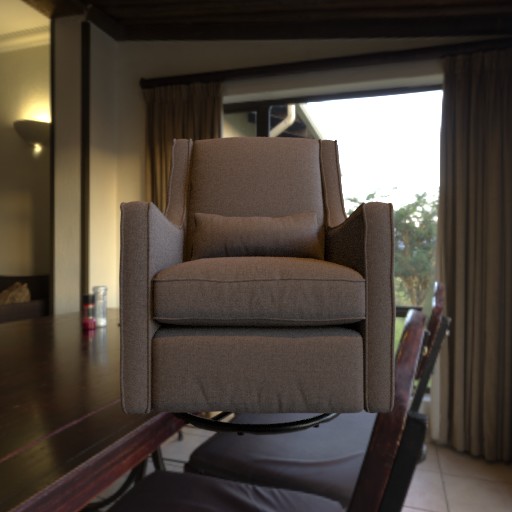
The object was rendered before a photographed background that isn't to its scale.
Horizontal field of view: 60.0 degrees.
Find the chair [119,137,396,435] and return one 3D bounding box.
[{"bbox_3d":[0.000,0.000,1.565,0.732,0.993,0.879,0,1,-1],"label":"chair"}]
